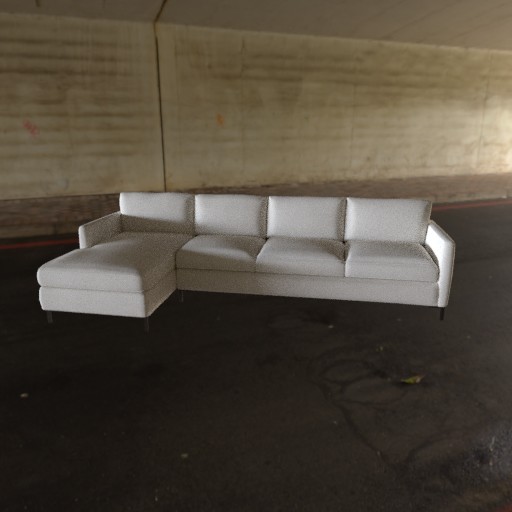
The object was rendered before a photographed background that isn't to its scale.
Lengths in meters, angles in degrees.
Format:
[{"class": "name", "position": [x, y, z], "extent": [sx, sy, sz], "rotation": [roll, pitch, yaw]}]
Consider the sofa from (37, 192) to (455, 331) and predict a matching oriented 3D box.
[{"class": "sofa", "position": [0.000, 0.000, 3.790], "extent": [3.186, 0.875, 1.467], "rotation": [3, 17, 9]}]
